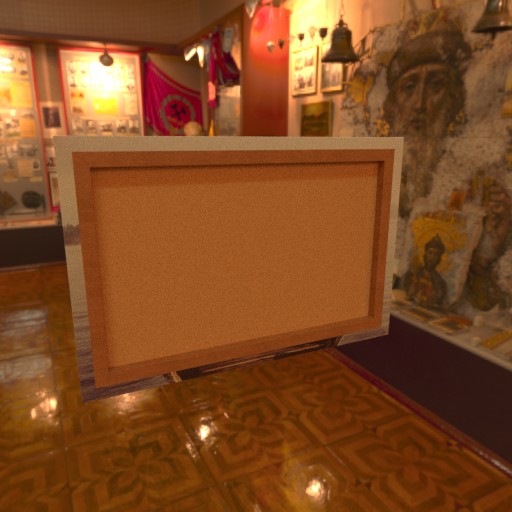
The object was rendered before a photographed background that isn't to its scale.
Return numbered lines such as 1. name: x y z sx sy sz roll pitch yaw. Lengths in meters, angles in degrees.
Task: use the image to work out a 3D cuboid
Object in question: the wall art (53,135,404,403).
1. wall art: 0.000 0.000 1.169 0.916 0.609 0.037 -7 16 -24
